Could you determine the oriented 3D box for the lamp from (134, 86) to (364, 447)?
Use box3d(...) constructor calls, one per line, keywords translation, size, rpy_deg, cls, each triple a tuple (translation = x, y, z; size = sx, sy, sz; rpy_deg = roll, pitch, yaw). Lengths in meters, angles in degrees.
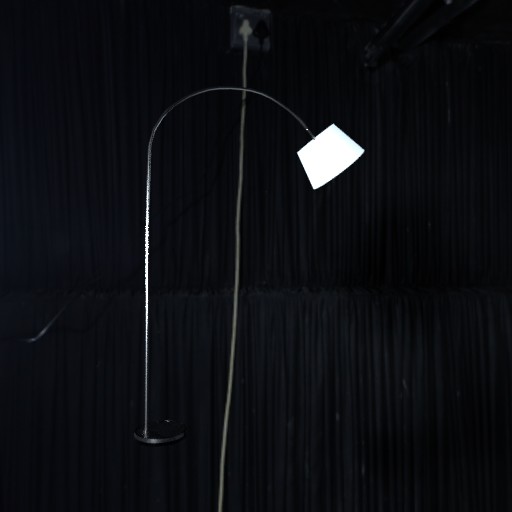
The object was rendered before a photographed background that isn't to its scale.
box3d(translation=(0.000, 0.000, 2.754), size=(1.445, 2.098, 0.406), rpy_deg=(0, -1, -17), cls="lamp")
